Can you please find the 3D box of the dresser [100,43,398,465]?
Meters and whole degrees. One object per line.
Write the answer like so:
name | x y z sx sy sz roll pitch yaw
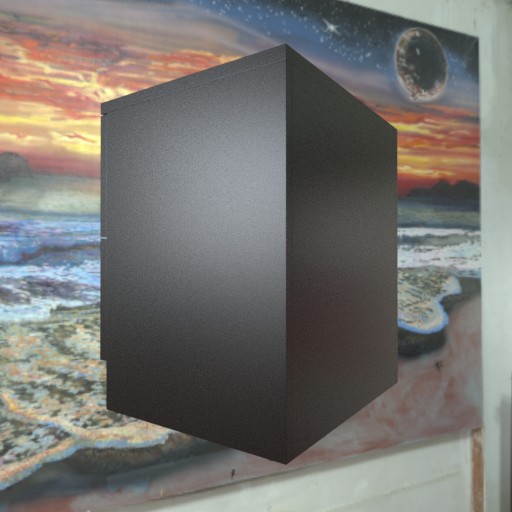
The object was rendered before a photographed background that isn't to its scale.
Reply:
dresser | 0.000 0.000 0.759 0.360 0.470 0.400 0 0 35
